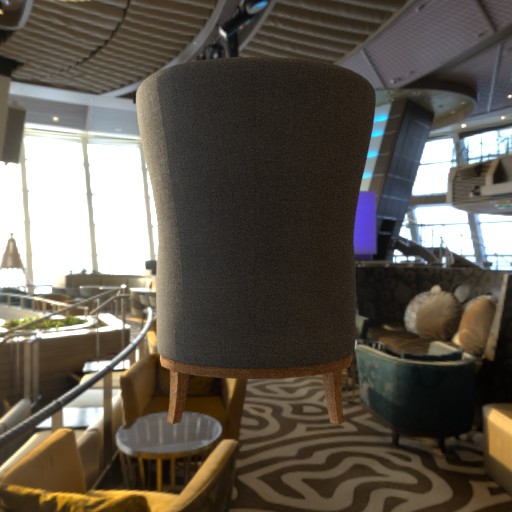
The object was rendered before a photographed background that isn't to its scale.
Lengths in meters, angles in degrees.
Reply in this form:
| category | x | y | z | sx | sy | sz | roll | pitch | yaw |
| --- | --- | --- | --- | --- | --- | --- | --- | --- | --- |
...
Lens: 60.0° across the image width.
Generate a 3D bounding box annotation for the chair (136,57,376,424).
| category | x | y | z | sx | sy | sz | roll | pitch | yaw |
| --- | --- | --- | --- | --- | --- | --- | --- | --- | --- |
| chair | 0.000 | 0.000 | 1.725 | 0.864 | 1.176 | 0.883 | 0 | 0 | 0 |
